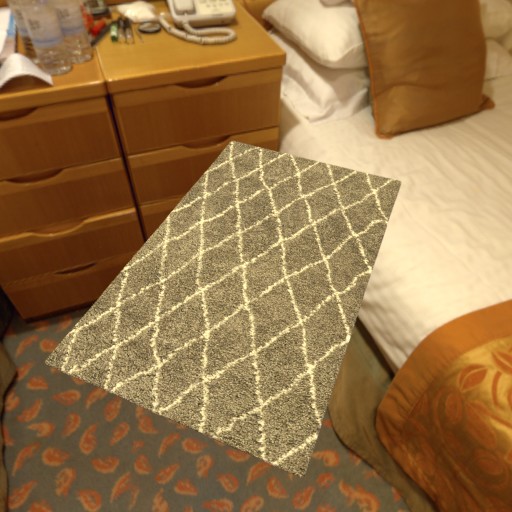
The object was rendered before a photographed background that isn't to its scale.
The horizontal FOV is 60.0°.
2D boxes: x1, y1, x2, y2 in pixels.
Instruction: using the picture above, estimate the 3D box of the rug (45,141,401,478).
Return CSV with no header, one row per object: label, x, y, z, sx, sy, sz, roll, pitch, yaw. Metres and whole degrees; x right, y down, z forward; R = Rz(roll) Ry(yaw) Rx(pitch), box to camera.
rug,0.000,0.000,3.026,1.524,0.030,2.438,17,49,16
